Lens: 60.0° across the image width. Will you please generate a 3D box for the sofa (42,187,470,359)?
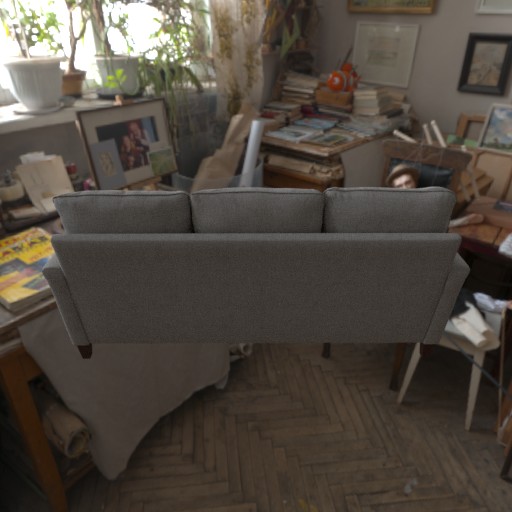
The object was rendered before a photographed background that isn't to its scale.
[{"bbox_3d":[0.000,0.000,2.371,1.925,0.959,0.828,0,29,0],"label":"sofa"}]
